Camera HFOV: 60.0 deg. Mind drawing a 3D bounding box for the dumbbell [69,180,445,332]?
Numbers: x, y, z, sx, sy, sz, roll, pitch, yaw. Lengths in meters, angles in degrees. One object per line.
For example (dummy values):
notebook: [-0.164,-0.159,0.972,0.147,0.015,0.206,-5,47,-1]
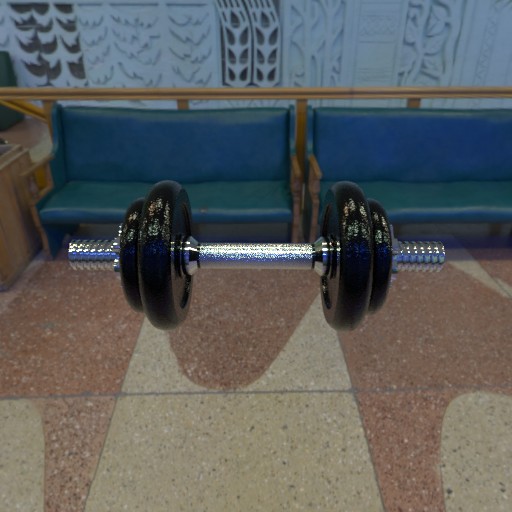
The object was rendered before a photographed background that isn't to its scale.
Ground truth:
dumbbell: [0.000,0.000,0.601,0.497,0.202,0.202,0,30,1]
